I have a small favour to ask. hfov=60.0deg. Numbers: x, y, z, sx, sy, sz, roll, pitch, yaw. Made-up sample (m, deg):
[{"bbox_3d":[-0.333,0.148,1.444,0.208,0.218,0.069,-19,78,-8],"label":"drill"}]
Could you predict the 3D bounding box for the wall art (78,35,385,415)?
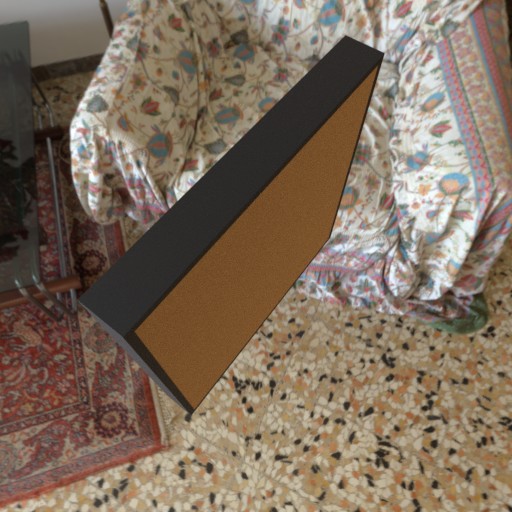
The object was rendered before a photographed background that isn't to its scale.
[{"bbox_3d":[0.000,0.000,0.450,0.038,0.304,0.304,34,67,16],"label":"wall art"}]
